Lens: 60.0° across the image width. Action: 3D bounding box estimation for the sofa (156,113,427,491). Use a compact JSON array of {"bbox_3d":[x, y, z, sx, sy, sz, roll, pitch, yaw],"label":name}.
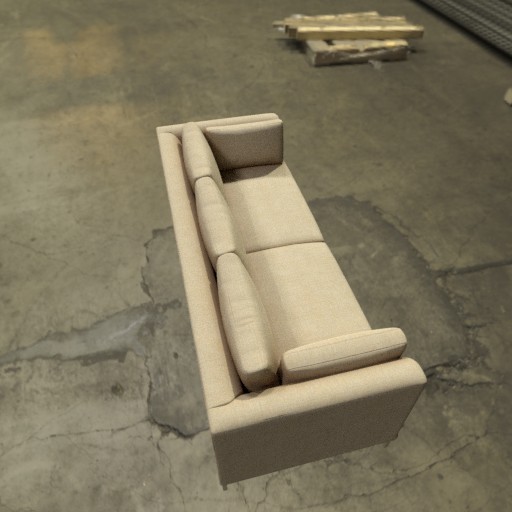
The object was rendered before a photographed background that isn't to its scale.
[{"bbox_3d":[0.000,0.000,2.861,0.969,0.867,2.415,-10,47,-10],"label":"sofa"}]
